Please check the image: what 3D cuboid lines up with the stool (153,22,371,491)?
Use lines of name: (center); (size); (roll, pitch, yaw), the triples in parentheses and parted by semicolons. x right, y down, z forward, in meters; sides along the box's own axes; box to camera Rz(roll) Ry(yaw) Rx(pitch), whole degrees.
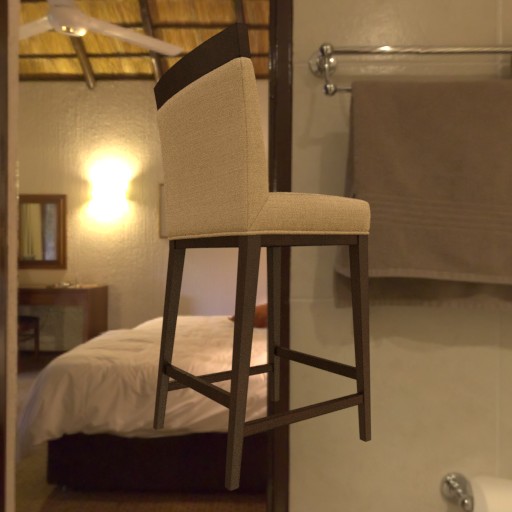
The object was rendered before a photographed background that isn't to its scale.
stool: (0.000, 0.000, 1.390); (0.531, 1.117, 0.511); (0, 0, -35)
